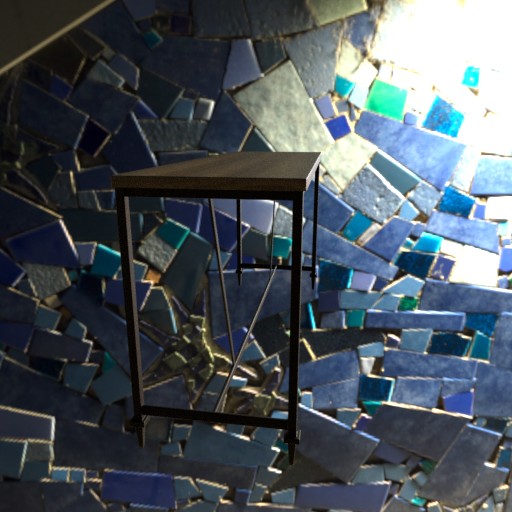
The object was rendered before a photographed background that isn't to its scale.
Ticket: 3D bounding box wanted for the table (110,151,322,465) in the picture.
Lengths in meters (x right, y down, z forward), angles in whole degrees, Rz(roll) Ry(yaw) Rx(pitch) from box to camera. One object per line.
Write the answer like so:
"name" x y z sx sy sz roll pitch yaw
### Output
"table" 0.000 0.000 2.113 0.551 0.902 1.700 3 16 9
